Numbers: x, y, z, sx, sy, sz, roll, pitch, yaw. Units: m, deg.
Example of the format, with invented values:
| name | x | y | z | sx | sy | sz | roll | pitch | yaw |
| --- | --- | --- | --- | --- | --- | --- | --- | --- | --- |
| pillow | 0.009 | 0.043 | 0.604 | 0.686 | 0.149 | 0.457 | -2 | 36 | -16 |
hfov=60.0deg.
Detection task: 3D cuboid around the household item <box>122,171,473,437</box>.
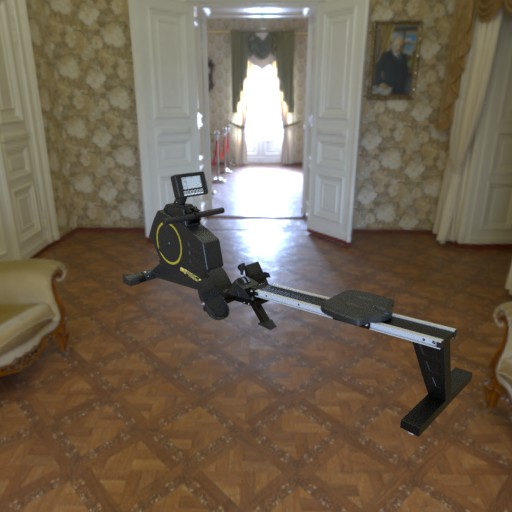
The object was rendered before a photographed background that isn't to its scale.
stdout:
| name | x | y | z | sx | sy | sz | roll | pitch | yaw |
| --- | --- | --- | --- | --- | --- | --- | --- | --- | --- |
| household item | 0.000 | 0.000 | 2.475 | 2.251 | 0.810 | 0.521 | 17 | 25 | 42 |
